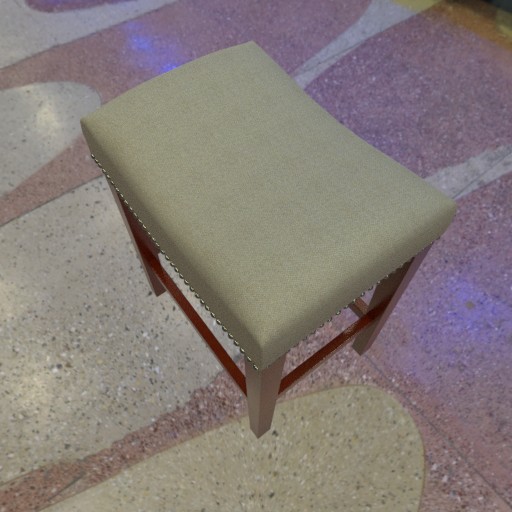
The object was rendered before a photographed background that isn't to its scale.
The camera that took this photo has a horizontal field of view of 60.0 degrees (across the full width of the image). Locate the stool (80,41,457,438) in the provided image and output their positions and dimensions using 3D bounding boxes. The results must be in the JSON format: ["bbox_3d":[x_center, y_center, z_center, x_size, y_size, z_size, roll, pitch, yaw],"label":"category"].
[{"bbox_3d":[0.000,0.000,0.928,0.375,0.632,0.509,-33,64,-18],"label":"stool"}]
